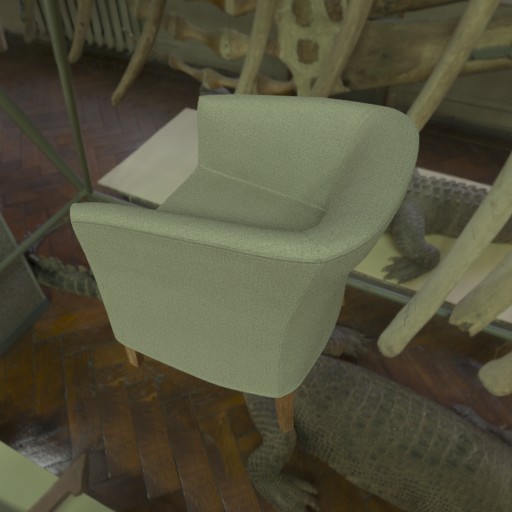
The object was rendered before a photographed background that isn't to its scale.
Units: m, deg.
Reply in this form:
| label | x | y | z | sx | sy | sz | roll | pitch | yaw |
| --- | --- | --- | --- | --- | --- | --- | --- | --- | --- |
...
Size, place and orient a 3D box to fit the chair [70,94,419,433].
| label | x | y | z | sx | sy | sz | roll | pitch | yaw |
| --- | --- | --- | --- | --- | --- | --- | --- | --- | --- |
| chair | 0.000 | 0.000 | 1.227 | 0.668 | 0.771 | 0.600 | 19 | 49 | 17 |
